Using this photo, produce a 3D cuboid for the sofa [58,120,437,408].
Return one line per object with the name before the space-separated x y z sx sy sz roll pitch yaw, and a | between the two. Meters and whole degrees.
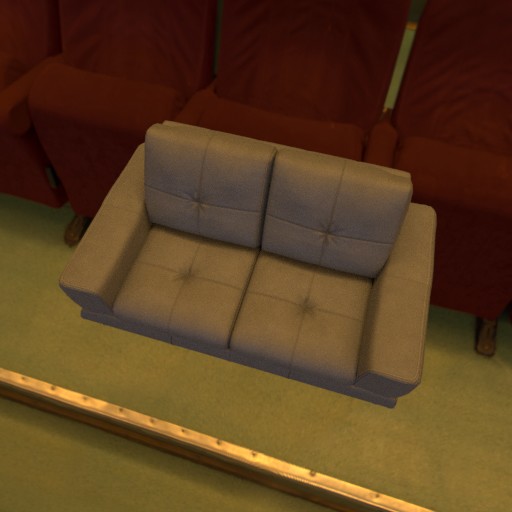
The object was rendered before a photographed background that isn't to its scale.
sofa | 0.000 0.000 2.360 1.806 0.907 1.018 14 60 8
